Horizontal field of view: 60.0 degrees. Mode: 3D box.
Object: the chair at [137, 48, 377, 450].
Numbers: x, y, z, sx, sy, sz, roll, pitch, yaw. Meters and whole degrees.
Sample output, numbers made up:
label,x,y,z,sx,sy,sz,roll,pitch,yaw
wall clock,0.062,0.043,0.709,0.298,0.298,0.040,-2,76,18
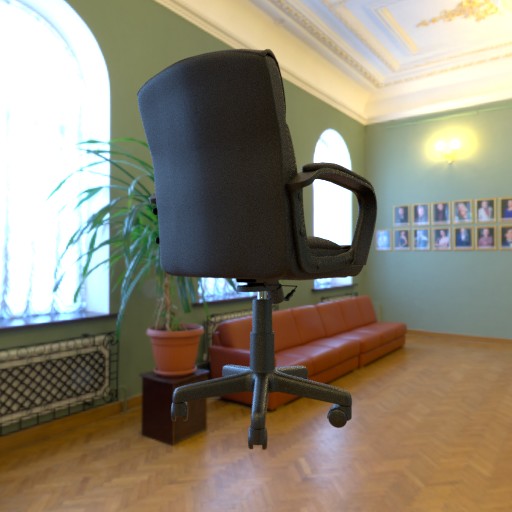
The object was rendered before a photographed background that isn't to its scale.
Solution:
label,x,y,z,sx,sy,sz,roll,pitch,yaw
chair,0.000,0.000,1.355,0.576,0.998,0.641,0,0,35
